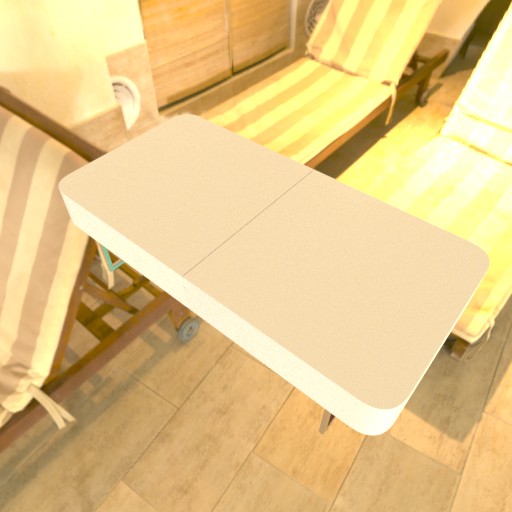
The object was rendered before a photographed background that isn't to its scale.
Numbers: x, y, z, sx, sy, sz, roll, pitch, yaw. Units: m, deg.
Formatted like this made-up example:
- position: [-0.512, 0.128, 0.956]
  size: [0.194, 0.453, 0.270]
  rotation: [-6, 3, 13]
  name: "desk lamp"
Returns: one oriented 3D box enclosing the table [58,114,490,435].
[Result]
- position: [0.000, 0.000, 1.425]
  size: [1.200, 0.340, 0.600]
  rotation: [31, 54, 26]
  name: "table"
